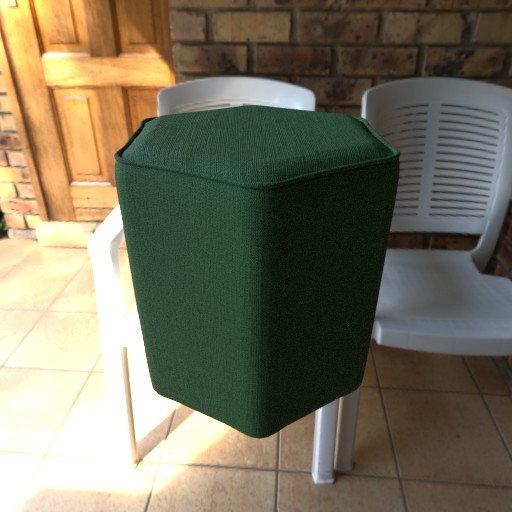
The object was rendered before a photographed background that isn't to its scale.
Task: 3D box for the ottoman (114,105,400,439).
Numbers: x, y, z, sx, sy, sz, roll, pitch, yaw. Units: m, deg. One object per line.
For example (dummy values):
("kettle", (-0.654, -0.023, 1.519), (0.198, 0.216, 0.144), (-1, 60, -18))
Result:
("ottoman", (0.000, 0.000, 0.885), (0.444, 0.507, 0.499), (-1, 30, -1))
